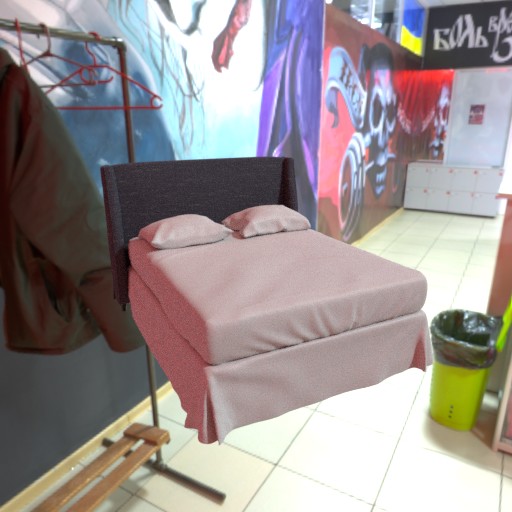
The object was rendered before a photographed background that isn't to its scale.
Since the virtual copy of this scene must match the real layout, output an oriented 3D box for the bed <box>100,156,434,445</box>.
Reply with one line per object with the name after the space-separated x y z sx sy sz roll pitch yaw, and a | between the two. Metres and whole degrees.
0.000 0.000 3.520 1.925 1.332 2.276 -9 20 -26 | bed
